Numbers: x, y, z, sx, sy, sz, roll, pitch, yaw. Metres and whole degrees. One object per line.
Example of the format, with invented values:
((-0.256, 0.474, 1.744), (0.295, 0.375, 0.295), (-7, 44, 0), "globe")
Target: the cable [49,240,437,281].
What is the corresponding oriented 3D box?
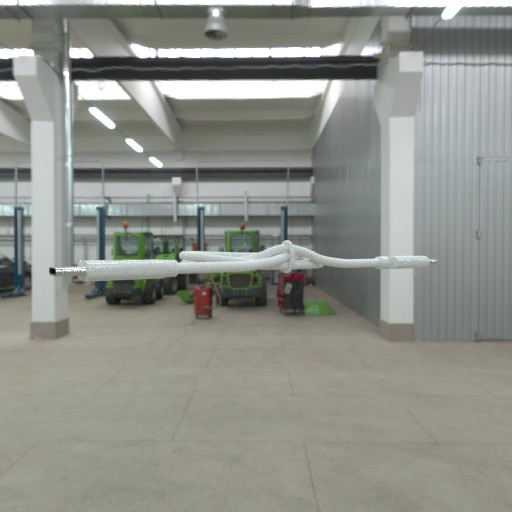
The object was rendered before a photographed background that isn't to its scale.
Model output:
((0.000, 0.000, 0.208), (0.186, 0.014, 0.070), (-1, 1, -35), "cable")
